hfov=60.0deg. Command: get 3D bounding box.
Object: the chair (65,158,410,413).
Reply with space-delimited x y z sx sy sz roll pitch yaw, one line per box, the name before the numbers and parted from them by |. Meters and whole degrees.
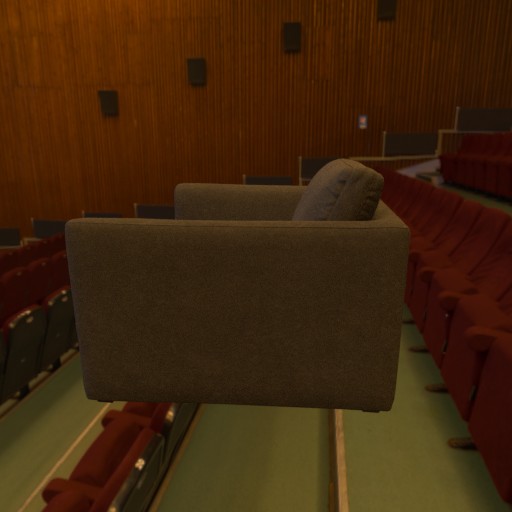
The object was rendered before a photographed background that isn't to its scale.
chair | 0.000 0.000 1.927 1.091 0.845 1.190 2 15 7
